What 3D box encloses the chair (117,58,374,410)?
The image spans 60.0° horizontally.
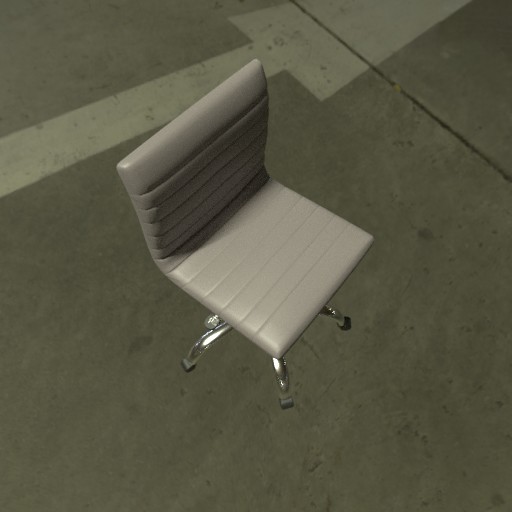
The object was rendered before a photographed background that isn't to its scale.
[{"bbox_3d":[0.000,0.000,1.120,0.530,0.780,0.556,35,65,19],"label":"chair"}]
